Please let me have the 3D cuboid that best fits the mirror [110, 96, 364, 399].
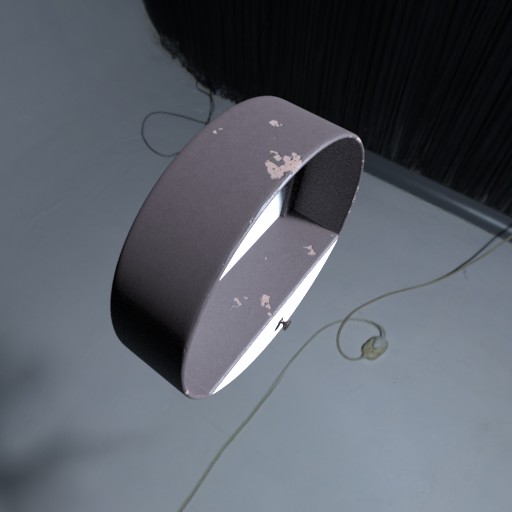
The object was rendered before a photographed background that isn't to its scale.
[{"bbox_3d":[0.000,0.000,0.592,0.126,0.386,0.386,33,63,19],"label":"mirror"}]
